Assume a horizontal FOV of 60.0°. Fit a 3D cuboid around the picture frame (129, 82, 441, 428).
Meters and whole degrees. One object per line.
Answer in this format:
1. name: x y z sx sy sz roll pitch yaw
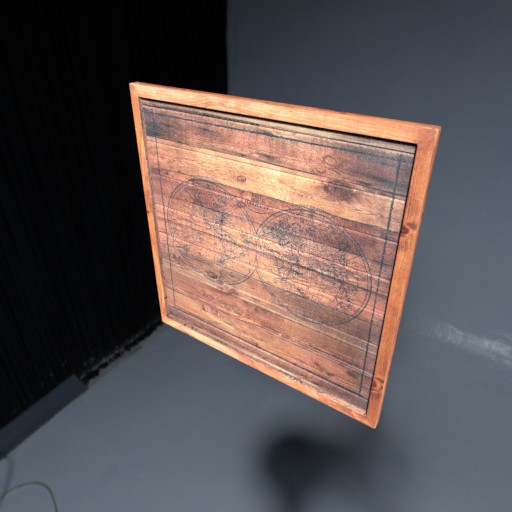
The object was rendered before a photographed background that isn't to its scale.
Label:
1. picture frame: 0.000 0.000 1.211 0.810 0.817 0.029 20 36 29
